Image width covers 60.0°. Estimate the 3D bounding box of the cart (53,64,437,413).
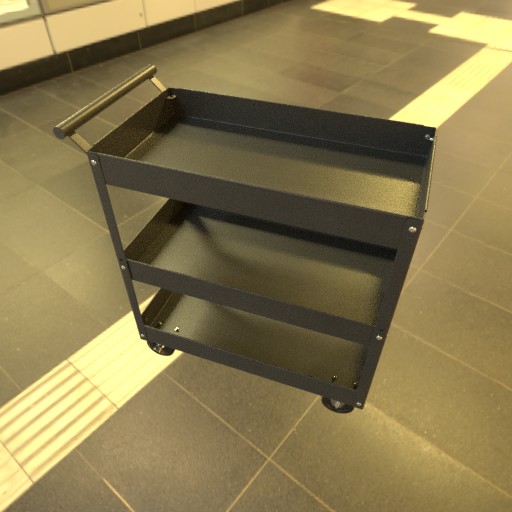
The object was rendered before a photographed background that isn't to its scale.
[{"bbox_3d":[0.000,0.000,1.165,0.719,0.780,0.366,14,44,15],"label":"cart"}]
